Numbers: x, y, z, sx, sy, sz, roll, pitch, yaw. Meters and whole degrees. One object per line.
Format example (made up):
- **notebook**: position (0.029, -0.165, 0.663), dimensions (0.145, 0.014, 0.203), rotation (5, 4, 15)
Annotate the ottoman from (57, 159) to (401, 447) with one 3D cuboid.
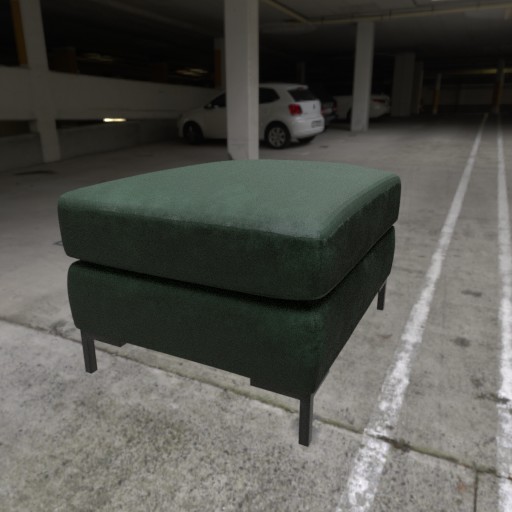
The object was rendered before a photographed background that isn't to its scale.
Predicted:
- **ottoman**: position (0.000, 0.000, 1.345), dimensions (0.701, 0.538, 0.839), rotation (9, 19, 25)
